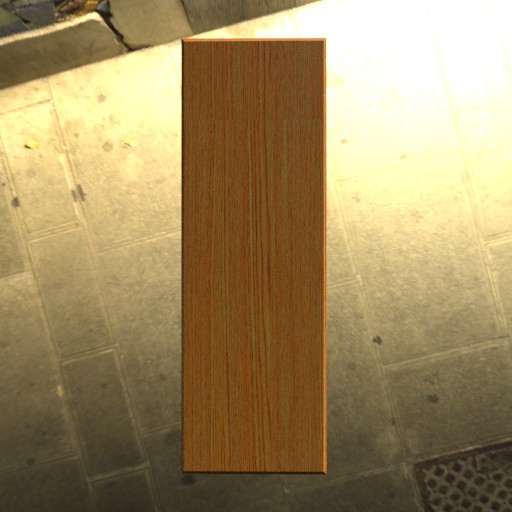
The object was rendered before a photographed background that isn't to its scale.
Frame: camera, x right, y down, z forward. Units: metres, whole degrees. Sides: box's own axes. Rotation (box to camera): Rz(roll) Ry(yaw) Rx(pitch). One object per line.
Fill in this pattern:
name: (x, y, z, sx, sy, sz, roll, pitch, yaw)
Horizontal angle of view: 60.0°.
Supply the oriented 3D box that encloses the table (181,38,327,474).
table: (0.000, 0.000, 1.122, 0.254, 0.711, 0.762, 0, 90, 1)
